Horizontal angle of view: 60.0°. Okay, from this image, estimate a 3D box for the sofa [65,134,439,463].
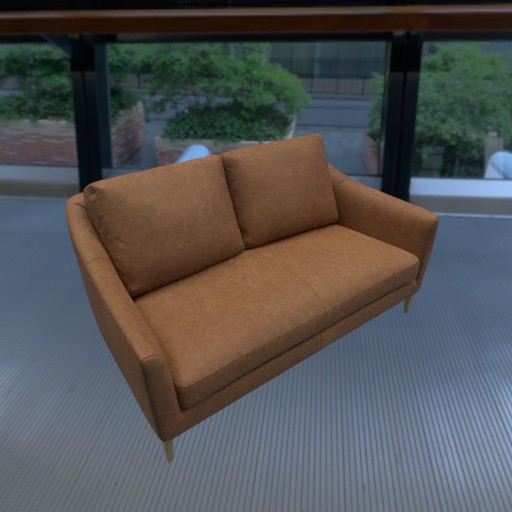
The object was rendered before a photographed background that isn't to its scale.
[{"bbox_3d":[0.000,0.000,2.165,1.619,0.902,0.960,-22,37,-32],"label":"sofa"}]
